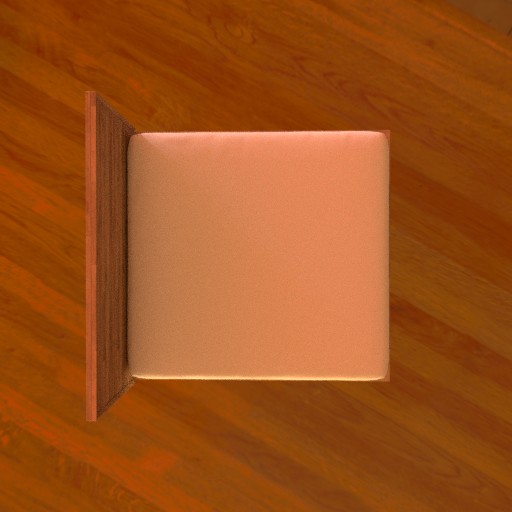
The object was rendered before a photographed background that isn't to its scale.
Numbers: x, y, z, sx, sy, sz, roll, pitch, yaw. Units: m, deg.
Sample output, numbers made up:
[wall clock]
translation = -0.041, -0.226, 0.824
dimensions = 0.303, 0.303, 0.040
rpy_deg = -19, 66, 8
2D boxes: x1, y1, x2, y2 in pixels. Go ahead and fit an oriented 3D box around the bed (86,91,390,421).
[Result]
[bed]
translation = 0.000, 0.000, 3.363
dimensions = 2.167, 1.100, 2.116
rpy_deg = 0, 90, 2
